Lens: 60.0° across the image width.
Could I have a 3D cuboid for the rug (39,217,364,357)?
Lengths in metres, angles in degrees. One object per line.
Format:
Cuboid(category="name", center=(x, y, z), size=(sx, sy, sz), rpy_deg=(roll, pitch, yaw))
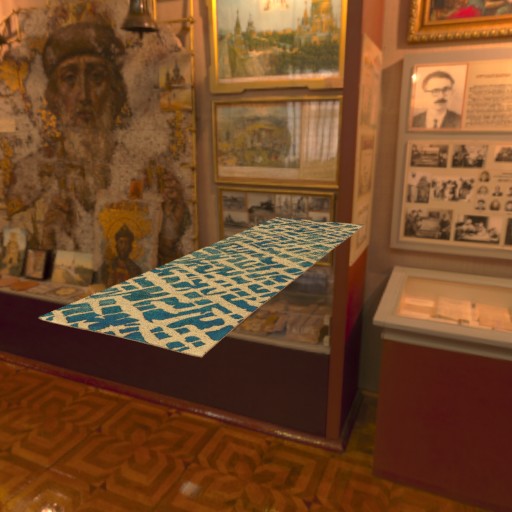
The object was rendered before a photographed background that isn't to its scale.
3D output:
Cuboid(category="rug", center=(0.000, 0.000, 2.677), size=(0.768, 0.011, 2.446), rpy_deg=(7, 17, 25))
